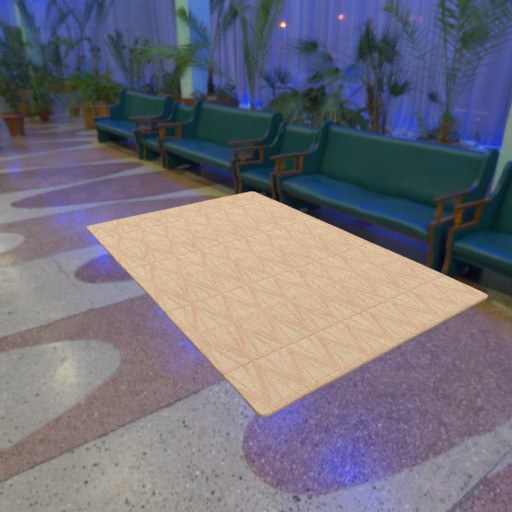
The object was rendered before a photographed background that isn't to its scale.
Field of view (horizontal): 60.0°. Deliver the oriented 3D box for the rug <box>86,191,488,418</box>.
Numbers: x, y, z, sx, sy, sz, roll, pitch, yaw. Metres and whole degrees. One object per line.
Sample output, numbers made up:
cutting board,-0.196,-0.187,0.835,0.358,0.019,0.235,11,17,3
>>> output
rug,0.000,0.000,2.995,1.609,0.015,2.390,-17,31,-31
